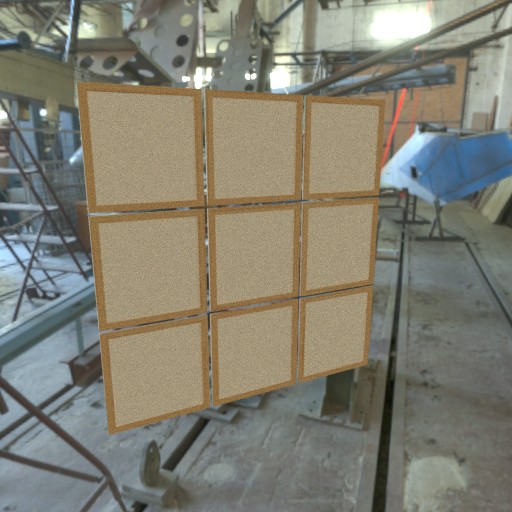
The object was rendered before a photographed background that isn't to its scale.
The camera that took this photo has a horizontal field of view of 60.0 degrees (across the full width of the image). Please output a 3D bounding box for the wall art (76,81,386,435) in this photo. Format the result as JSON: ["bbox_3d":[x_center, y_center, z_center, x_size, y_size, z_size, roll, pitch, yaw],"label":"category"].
[{"bbox_3d":[0.000,0.000,2.186,1.517,1.523,0.013,-7,15,-26],"label":"wall art"}]
